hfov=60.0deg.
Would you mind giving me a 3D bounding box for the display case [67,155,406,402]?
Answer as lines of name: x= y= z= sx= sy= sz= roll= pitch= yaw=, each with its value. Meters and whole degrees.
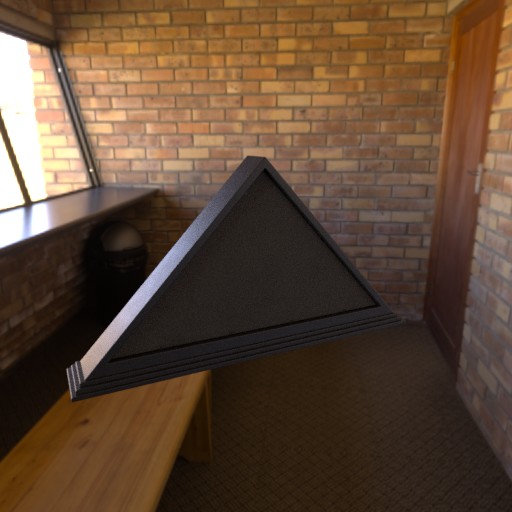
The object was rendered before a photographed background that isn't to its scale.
display case: x=0.000 y=0.000 z=0.774 sx=0.640 sy=0.340 sz=0.095 roll=-7 pitch=17 yaw=-25
